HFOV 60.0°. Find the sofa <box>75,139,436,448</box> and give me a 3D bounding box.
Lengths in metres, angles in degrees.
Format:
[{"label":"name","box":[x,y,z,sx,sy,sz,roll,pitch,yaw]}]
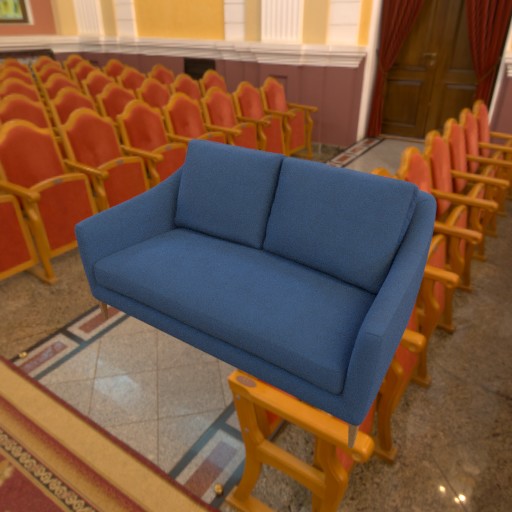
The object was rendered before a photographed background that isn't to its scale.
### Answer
[{"label":"sofa","box":[0.000,0.000,2.237,1.619,0.902,0.960,18,34,30]}]
